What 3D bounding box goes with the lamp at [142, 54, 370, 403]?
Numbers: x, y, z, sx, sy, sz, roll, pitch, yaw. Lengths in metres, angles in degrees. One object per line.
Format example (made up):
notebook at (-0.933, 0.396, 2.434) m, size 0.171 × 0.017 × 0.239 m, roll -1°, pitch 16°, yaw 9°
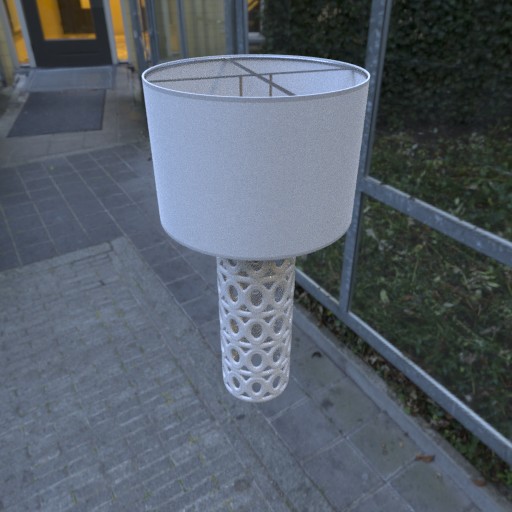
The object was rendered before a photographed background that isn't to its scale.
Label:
lamp at (0.000, 0.000, 0.815) m, size 0.325 × 0.636 × 0.324 m, roll -10°, pitch 34°, yaw -16°
